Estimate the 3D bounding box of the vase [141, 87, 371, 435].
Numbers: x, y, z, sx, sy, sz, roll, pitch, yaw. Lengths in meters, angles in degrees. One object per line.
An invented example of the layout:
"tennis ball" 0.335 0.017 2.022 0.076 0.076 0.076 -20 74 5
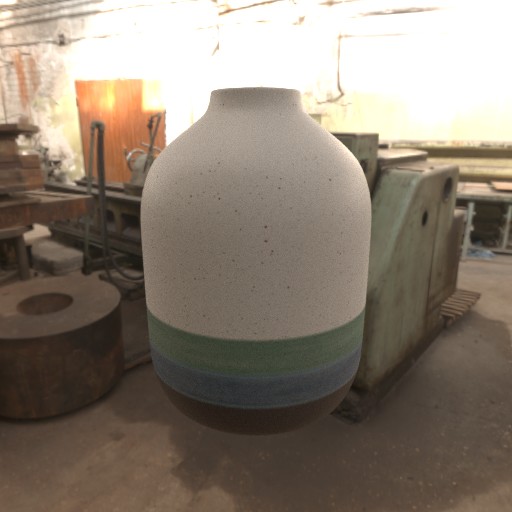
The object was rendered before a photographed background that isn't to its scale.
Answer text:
"vase" 0.000 0.000 0.343 0.169 0.240 0.169 0 16 0
